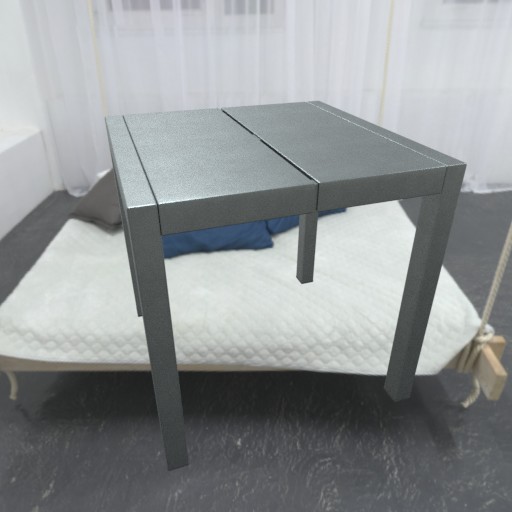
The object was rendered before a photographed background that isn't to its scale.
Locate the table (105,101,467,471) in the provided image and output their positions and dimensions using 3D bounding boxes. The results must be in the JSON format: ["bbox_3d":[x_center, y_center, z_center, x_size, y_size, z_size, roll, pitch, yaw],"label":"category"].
[{"bbox_3d":[0.000,0.000,0.936,0.508,0.508,0.508,-10,32,-17],"label":"table"}]
